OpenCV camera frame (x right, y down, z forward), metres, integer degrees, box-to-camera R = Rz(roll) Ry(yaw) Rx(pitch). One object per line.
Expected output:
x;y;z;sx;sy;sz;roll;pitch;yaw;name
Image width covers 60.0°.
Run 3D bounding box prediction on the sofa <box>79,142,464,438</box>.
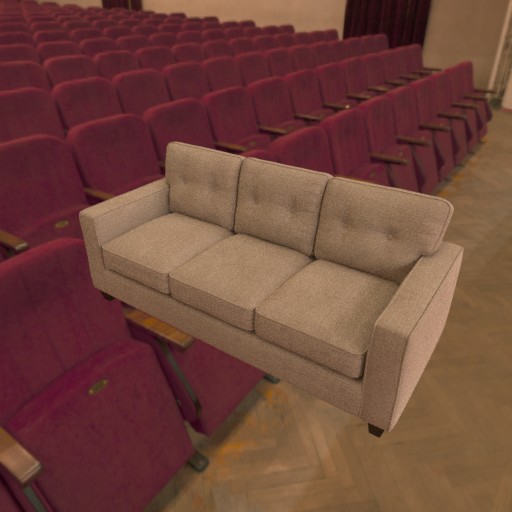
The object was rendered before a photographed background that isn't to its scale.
0.000;0.000;2.667;2.133;0.965;0.939;19;35;30;sofa
